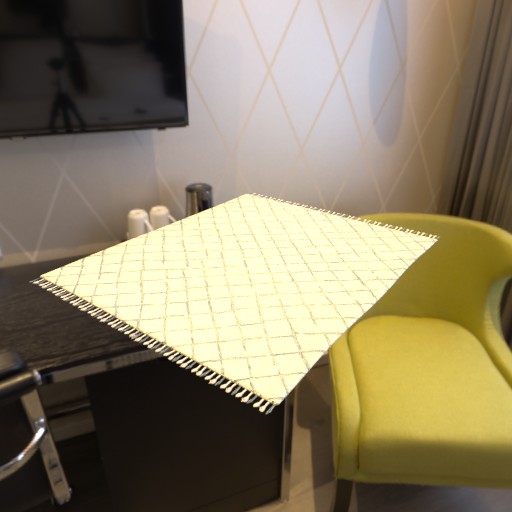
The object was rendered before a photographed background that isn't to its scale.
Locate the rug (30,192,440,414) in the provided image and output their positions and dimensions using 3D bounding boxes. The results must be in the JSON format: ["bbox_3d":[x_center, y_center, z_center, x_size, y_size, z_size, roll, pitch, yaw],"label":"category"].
[{"bbox_3d":[0.000,0.000,4.842,2.892,0.036,3.585,18,31,33],"label":"rug"}]
